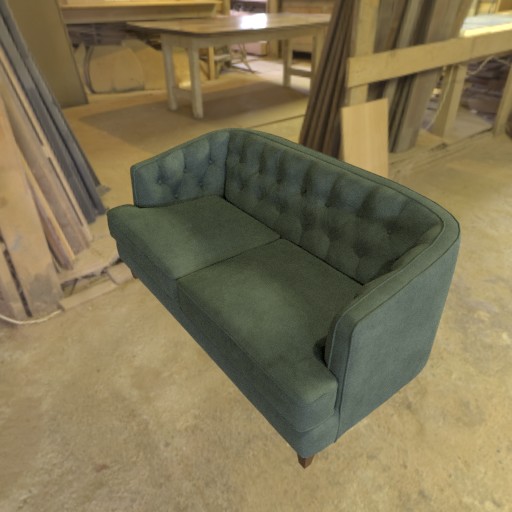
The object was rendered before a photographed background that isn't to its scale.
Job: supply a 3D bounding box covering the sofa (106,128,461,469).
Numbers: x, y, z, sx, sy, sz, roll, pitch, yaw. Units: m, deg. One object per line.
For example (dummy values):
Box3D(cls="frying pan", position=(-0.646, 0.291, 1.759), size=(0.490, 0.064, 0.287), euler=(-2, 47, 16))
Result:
Box3D(cls="sofa", position=(0.000, 0.000, 2.221), size=(0.941, 0.855, 1.733), euler=(-22, 39, -30))
